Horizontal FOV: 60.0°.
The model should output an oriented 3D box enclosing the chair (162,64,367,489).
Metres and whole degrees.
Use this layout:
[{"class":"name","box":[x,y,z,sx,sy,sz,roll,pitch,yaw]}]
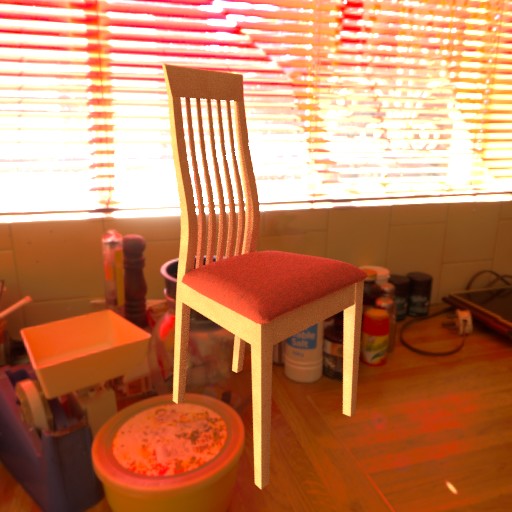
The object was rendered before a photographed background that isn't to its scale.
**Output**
[{"class":"chair","box":[0.000,0.000,1.265,0.474,1.027,0.460,14,21,42]}]
